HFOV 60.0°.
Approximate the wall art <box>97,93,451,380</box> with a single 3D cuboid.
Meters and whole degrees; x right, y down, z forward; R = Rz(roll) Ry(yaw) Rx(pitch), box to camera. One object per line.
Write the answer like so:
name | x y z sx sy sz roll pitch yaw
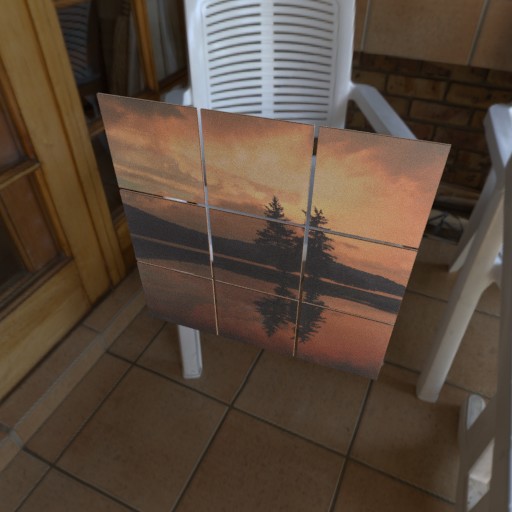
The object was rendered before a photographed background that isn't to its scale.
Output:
wall art | 0.000 0.000 2.322 1.520 1.525 0.013 13 43 14
